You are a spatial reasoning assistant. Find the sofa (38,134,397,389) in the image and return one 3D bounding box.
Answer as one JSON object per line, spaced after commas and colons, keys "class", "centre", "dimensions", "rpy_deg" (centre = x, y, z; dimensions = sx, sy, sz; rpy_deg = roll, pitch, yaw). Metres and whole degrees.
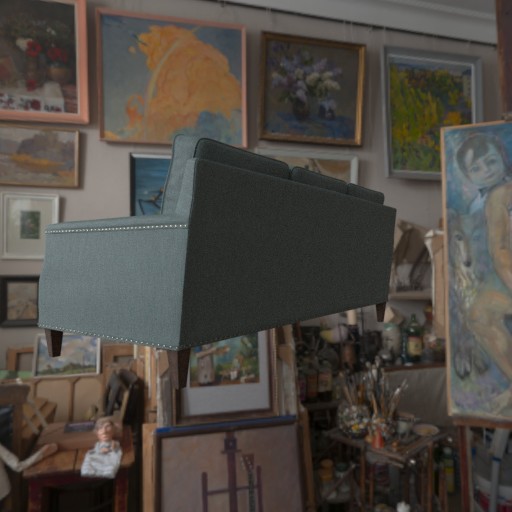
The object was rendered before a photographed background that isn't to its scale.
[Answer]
{"class": "sofa", "centre": [0.000, 0.000, 2.782], "dimensions": [1.084, 1.003, 2.246], "rpy_deg": [0, 0, 36]}
